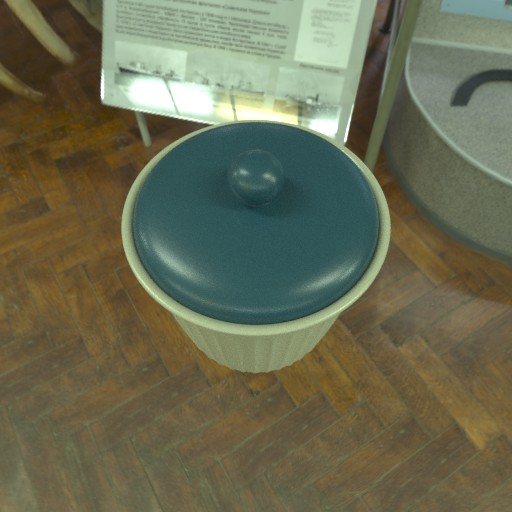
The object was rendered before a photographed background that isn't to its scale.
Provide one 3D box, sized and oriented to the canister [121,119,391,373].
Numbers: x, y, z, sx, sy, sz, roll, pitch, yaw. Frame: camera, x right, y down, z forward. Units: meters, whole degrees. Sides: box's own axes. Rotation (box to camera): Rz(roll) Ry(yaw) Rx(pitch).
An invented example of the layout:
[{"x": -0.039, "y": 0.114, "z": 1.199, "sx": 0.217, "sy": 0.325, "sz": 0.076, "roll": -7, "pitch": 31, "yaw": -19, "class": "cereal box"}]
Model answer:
[{"x": 0.000, "y": 0.000, "z": 0.351, "sx": 0.181, "sy": 0.211, "sz": 0.181, "roll": 0, "pitch": 58, "yaw": 0, "class": "canister"}]
